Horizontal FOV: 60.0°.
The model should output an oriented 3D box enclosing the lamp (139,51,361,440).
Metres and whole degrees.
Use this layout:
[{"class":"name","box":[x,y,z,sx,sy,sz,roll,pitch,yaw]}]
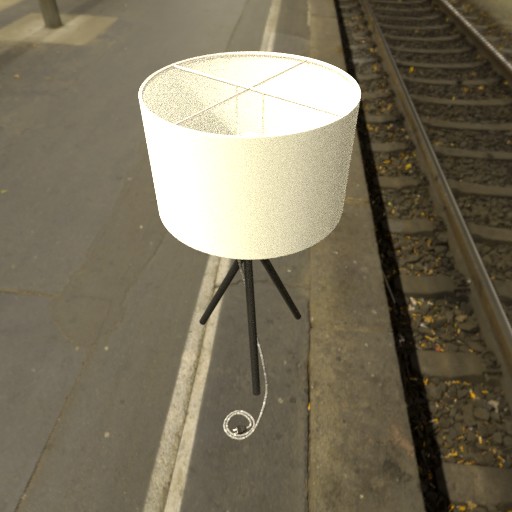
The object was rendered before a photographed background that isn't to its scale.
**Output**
[{"class":"lamp","box":[0.000,0.000,0.915,0.353,0.674,0.422,-11,43,-12]}]
